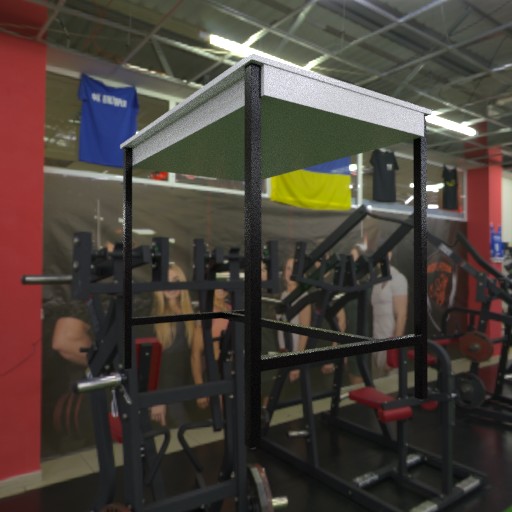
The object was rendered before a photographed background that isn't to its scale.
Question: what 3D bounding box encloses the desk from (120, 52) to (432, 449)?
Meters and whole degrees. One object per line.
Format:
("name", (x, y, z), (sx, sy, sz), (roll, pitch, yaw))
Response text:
("desk", (0.000, 0.000, 1.340), (0.573, 0.766, 0.811), (1, -1, -34))
